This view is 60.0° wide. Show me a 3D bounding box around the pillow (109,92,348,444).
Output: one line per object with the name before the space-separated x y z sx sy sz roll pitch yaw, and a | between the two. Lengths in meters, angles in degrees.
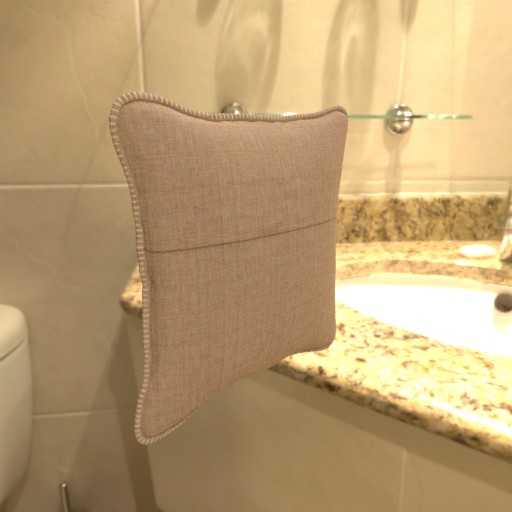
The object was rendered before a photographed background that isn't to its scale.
pillow | 0.000 0.000 0.741 0.485 0.494 0.124 -15 21 -42
